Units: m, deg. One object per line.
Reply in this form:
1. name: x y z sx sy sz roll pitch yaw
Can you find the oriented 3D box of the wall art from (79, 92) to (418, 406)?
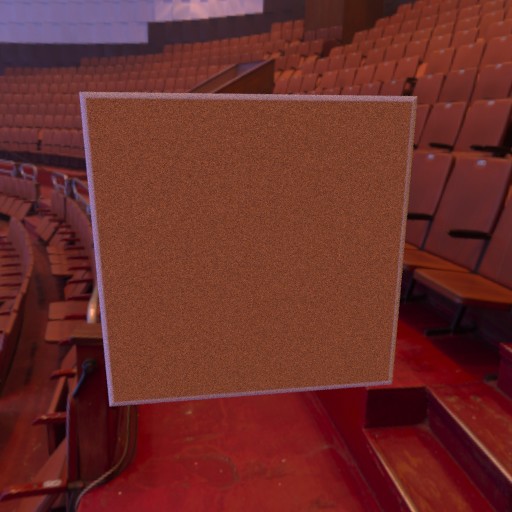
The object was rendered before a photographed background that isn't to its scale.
1. wall art: 0.000 0.000 1.116 0.768 0.765 0.041 -2 15 -8
